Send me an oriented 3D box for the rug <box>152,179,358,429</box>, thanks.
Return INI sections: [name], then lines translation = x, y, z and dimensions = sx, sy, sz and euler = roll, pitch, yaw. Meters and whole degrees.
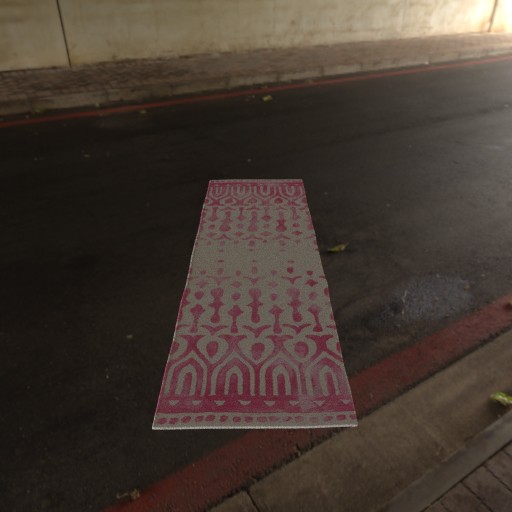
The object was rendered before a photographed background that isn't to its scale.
[rug]
translation = 0.000, 0.000, 2.697
dimensions = 0.787, 0.011, 2.458
euler = 0, 32, 0
